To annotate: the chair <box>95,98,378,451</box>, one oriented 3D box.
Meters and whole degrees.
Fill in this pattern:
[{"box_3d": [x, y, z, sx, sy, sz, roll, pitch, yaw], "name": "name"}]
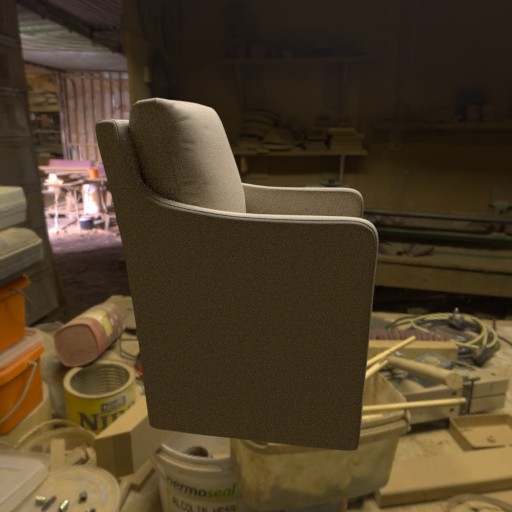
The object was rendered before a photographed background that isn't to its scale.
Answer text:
[{"box_3d": [0.000, 0.000, 1.385, 0.694, 0.914, 0.626, 3, 16, 9], "name": "chair"}]
